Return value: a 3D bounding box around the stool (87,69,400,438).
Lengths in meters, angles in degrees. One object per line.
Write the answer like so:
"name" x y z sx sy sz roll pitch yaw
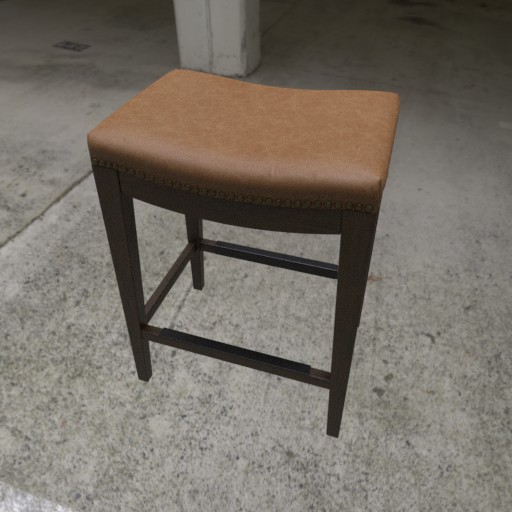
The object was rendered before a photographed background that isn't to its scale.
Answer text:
"stool" 0.000 0.000 0.967 0.500 0.660 0.361 12 42 13
